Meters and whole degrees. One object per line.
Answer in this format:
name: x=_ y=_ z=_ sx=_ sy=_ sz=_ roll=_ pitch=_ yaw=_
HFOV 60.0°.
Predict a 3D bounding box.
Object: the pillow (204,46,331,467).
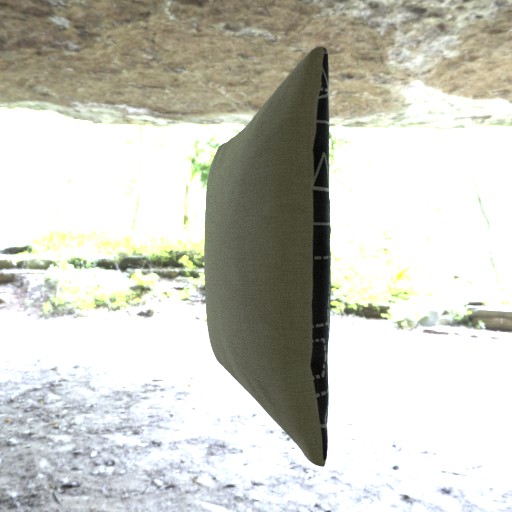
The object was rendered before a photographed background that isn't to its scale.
pillow: x=0.000 y=0.000 z=0.776 sx=0.158 sy=0.508 sz=0.517 roll=0 pitch=0 yaw=-18
